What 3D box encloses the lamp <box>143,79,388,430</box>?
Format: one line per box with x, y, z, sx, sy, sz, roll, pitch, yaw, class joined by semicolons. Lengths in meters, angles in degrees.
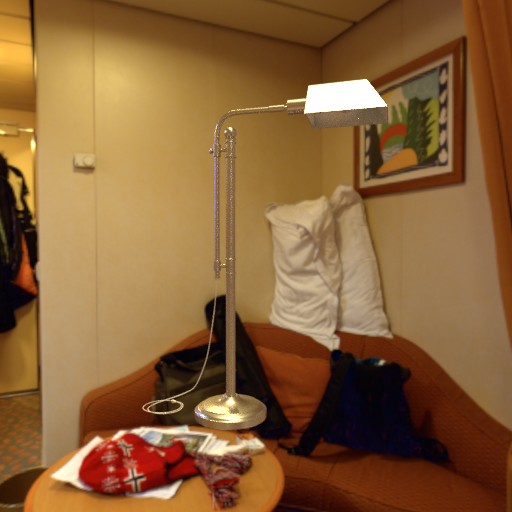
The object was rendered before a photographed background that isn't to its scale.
0.000;0.000;0.959;0.546;0.708;0.159;0;1;18;lamp
